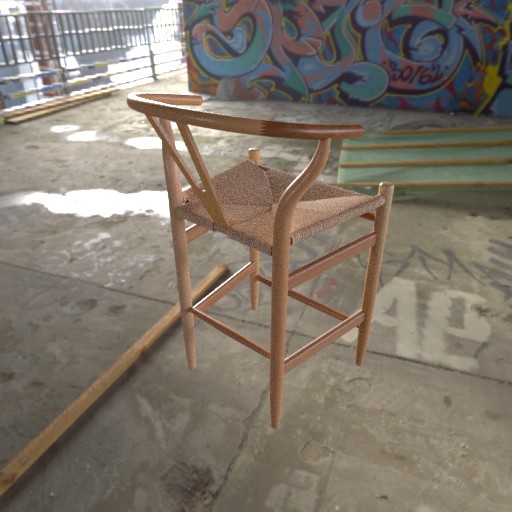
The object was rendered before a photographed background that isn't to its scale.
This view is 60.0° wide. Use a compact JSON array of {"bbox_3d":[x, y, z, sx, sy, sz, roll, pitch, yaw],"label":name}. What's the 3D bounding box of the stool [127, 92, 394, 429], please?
[{"bbox_3d":[0.000,0.000,1.268,0.536,0.923,0.575,24,38,34],"label":"stool"}]
